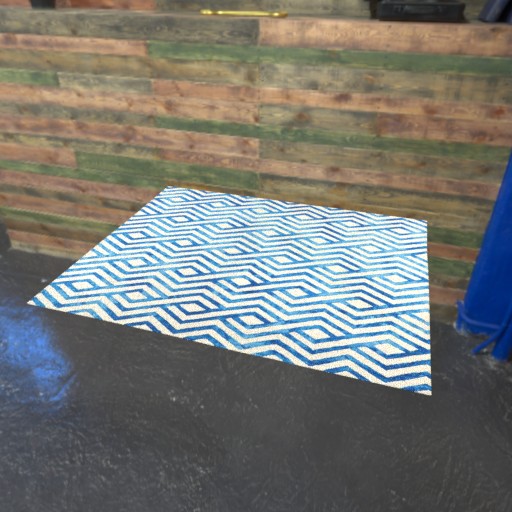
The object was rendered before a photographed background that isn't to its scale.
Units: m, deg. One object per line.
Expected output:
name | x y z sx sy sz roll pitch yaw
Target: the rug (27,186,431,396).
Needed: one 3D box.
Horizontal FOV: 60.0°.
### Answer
rug | 0.000 0.000 4.132 3.059 0.008 2.453 10 33 15
